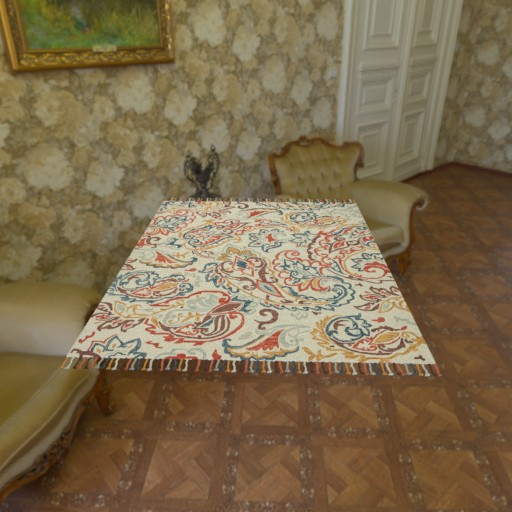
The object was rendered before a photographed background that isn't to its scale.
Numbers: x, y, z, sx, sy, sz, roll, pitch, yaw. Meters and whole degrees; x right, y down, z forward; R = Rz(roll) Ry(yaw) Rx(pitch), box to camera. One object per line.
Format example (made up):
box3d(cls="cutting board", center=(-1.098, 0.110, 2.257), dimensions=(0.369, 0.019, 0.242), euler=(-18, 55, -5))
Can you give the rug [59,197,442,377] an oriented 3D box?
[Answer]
box3d(cls="rug", center=(0.000, 0.000, 4.277), dimensions=(2.439, 0.015, 3.274), euler=(1, 27, 2))
